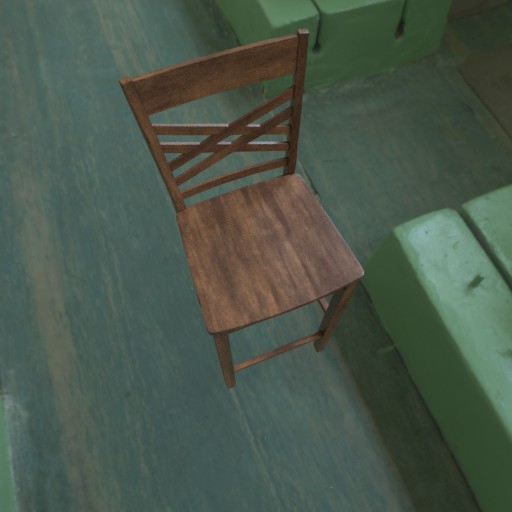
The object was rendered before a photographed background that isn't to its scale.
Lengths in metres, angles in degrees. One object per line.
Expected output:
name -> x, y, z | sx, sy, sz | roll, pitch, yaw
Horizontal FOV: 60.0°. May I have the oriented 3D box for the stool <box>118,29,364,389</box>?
stool -> 0.000, 0.000, 1.351 | 0.433, 1.105, 0.487 | -20, 65, -10
